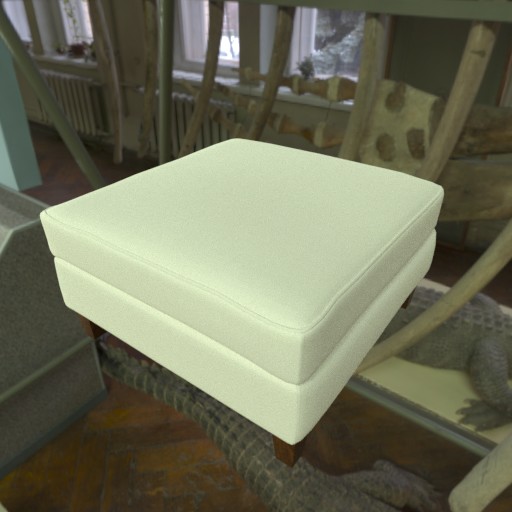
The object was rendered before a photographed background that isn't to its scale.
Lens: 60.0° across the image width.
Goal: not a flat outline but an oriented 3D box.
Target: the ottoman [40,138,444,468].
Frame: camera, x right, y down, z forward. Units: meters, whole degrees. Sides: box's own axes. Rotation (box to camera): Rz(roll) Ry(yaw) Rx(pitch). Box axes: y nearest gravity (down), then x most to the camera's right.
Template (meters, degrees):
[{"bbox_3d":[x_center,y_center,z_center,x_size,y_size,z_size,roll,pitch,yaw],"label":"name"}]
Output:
[{"bbox_3d":[0.000,0.000,1.331,0.838,0.479,0.838,21,37,30],"label":"ottoman"}]
